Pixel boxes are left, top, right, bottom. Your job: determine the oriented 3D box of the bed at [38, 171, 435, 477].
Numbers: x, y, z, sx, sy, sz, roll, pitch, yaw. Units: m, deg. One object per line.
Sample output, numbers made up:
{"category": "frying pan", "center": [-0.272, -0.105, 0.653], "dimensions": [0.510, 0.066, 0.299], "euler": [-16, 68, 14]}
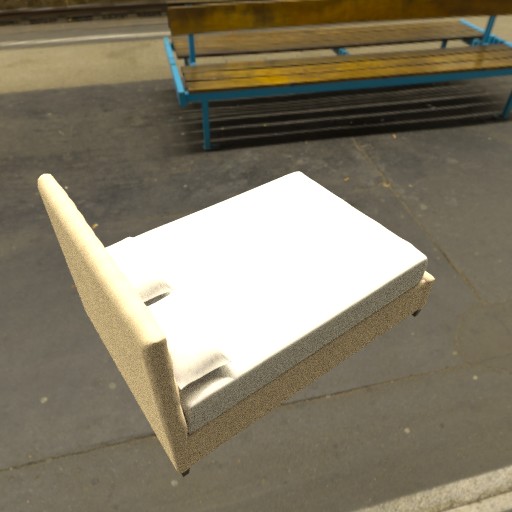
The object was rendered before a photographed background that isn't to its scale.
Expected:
{"category": "bed", "center": [0.000, 0.000, 3.381], "dimensions": [2.387, 1.427, 1.698], "euler": [-26, 48, -26]}
